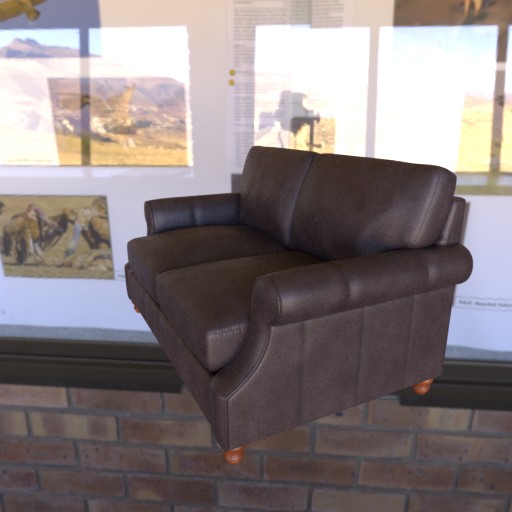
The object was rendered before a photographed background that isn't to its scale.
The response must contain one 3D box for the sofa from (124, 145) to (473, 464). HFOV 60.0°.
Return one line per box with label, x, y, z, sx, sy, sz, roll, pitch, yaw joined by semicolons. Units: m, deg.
sofa;0.000;0.000;2.191;1.030;0.979;1.663;-9;19;-26
